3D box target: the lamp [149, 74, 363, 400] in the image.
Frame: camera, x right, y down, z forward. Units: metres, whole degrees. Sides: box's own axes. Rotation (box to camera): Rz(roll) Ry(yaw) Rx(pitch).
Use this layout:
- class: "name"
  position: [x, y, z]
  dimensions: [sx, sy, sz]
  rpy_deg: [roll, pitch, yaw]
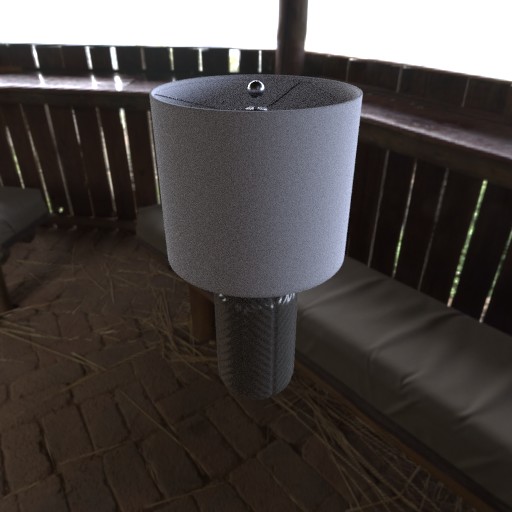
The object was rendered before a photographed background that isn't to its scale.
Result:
- class: "lamp"
  position: [0.000, 0.000, 0.524]
  dimensions: [0.203, 0.389, 0.203]
  rpy_deg: [17, 34, 27]
